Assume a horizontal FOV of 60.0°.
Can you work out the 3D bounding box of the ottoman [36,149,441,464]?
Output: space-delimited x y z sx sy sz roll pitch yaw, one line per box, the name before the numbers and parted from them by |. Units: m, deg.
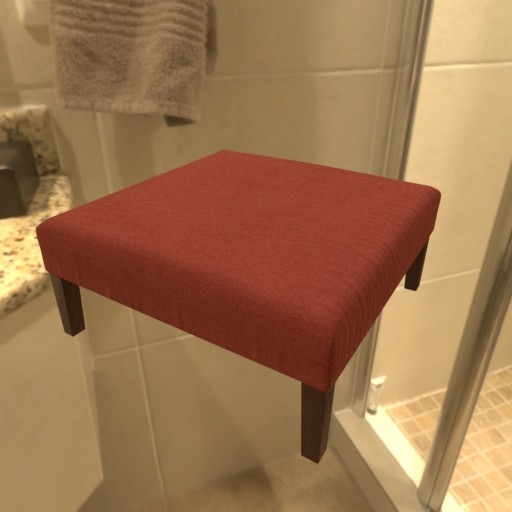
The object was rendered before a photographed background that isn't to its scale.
ottoman | 0.000 0.000 1.410 0.890 0.411 0.889 17 33 28
